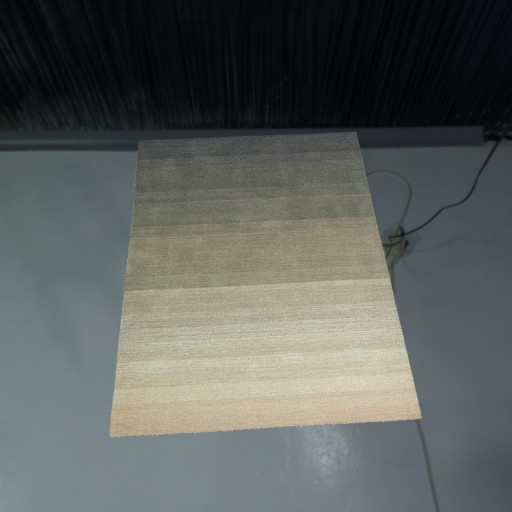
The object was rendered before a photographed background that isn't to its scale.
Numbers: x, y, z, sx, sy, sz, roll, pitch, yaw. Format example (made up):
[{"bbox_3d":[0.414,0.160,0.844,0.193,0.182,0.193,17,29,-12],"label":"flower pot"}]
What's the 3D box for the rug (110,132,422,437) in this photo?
[{"bbox_3d":[0.000,0.000,3.991,2.315,0.015,2.932,-3,60,-2],"label":"rug"}]
